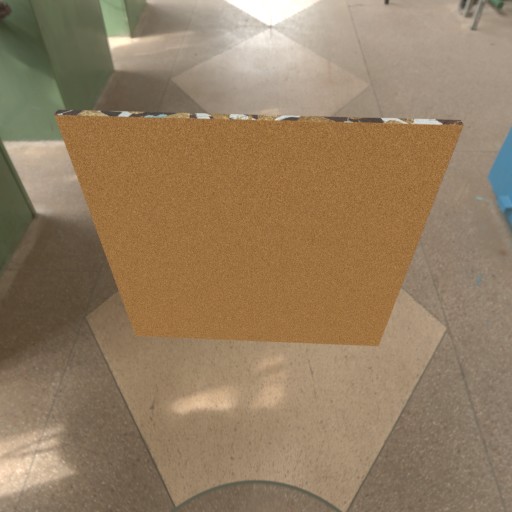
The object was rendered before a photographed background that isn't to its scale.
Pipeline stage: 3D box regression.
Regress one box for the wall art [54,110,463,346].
[{"bbox_3d":[0.000,0.000,0.589,0.404,0.406,0.010,2,47,2],"label":"wall art"}]
